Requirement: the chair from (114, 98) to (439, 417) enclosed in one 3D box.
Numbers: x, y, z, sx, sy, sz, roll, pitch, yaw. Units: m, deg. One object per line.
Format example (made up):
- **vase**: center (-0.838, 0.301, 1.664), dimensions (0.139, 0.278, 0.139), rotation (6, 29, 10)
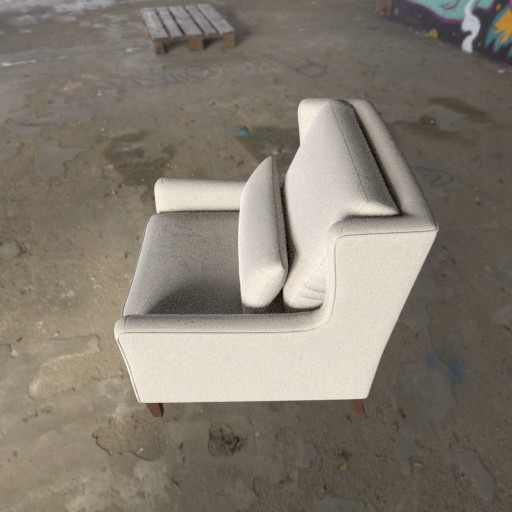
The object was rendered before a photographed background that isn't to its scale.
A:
- **chair**: center (0.000, 0.000, 1.891), dimensions (1.040, 1.056, 0.982), rotation (-1, 41, -1)
